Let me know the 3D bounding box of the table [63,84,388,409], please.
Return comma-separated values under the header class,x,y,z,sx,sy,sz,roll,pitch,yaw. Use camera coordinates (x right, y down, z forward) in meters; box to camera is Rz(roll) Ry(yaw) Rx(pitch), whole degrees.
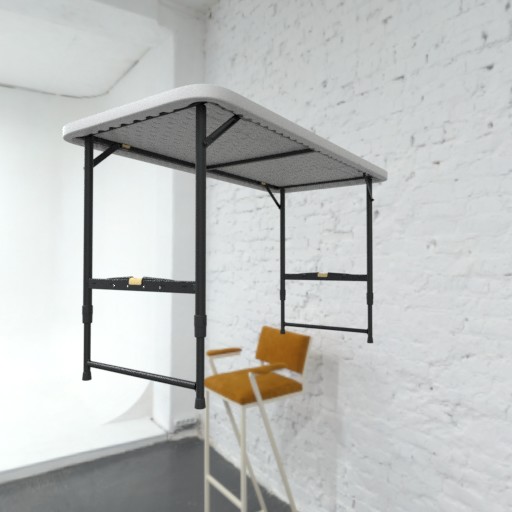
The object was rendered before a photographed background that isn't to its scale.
class,x,y,z,sx,sy,sz,roll,pitch,yaw
table,0.000,0.000,1.613,0.610,0.737,1.219,-1,-2,35
